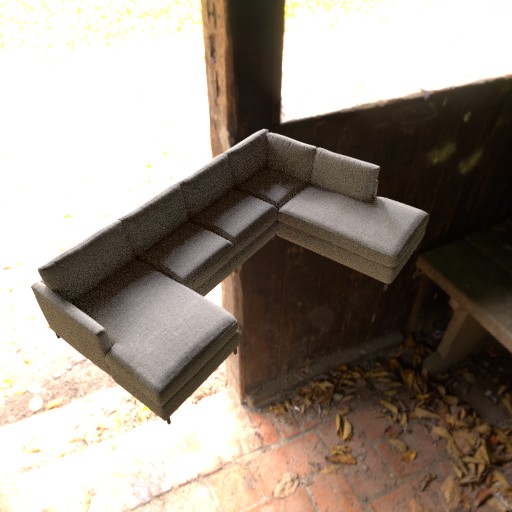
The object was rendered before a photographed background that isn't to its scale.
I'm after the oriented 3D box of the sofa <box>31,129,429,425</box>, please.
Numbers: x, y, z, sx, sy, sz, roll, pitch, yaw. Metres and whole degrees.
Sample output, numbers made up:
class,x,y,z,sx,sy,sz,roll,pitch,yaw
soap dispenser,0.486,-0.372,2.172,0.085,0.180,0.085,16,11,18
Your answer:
class,x,y,z,sx,sy,sz,roll,pitch,yaw
sofa,0.000,0.000,3.534,1.879,0.756,2.737,26,47,26
